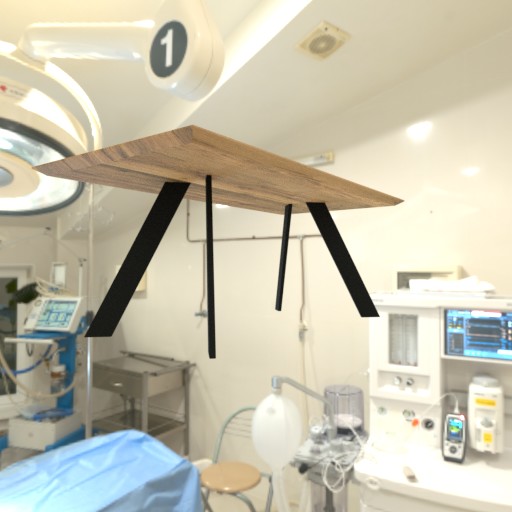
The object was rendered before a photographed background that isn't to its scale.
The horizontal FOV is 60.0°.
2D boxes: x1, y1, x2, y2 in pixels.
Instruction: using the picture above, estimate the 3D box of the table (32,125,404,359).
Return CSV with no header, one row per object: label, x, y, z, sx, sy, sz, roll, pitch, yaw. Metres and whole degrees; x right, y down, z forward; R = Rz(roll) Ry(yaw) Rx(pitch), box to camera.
table,0.000,0.000,2.467,1.000,0.770,2.000,-1,-1,37
